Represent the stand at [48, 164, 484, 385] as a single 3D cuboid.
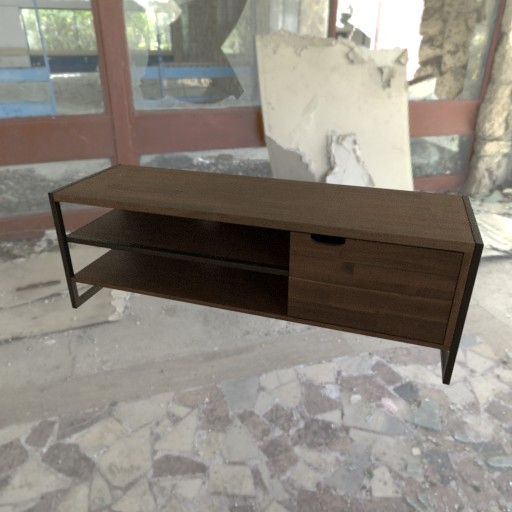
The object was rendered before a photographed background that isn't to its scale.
[{"bbox_3d":[0.000,0.000,1.738,1.480,0.506,0.454,8,27,16],"label":"stand"}]
